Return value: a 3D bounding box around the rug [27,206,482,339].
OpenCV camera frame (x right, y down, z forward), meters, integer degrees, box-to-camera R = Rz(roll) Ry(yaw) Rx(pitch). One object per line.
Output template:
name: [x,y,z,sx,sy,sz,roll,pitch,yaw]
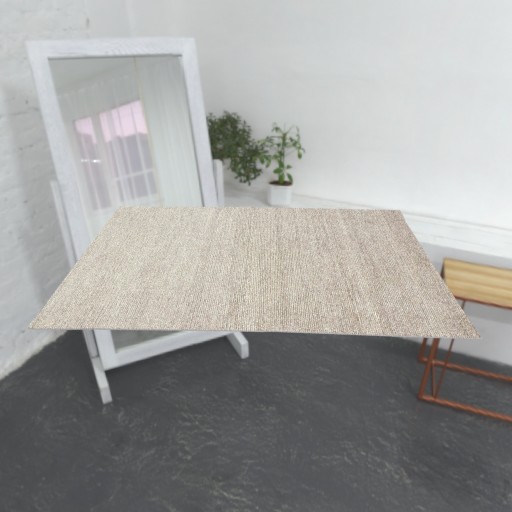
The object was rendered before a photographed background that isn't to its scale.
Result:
rug: [0.000,0.000,2.970,2.342,0.030,1.609,1,30,2]
